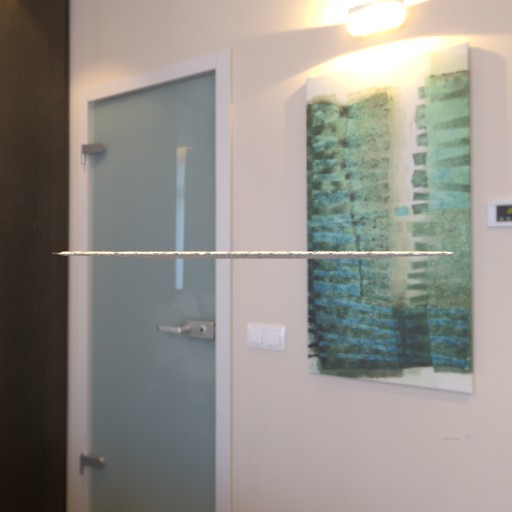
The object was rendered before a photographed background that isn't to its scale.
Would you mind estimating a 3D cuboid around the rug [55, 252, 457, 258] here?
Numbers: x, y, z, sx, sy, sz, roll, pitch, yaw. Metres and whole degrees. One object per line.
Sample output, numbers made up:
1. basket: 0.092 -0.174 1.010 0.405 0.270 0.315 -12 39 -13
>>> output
1. rug: 0.000 0.000 4.884 2.892 0.036 3.585 0 -1 0
